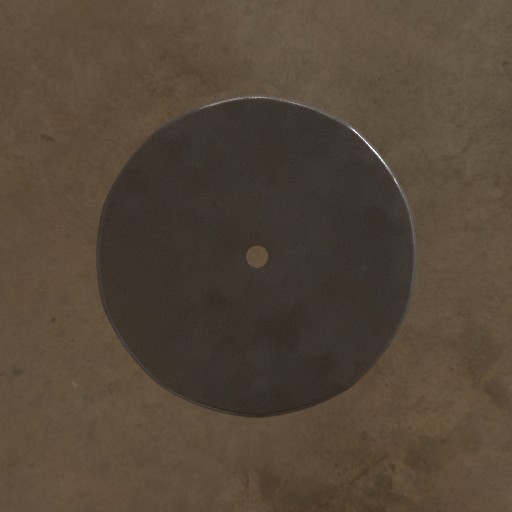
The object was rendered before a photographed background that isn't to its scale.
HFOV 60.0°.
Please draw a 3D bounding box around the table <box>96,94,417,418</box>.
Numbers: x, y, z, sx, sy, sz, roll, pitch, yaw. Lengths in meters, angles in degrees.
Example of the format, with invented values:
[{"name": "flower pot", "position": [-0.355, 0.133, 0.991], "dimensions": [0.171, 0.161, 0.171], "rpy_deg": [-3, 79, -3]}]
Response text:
[{"name": "table", "position": [0.000, 0.000, 0.663], "dimensions": [0.352, 0.387, 0.352], "rpy_deg": [0, 90, 0]}]
